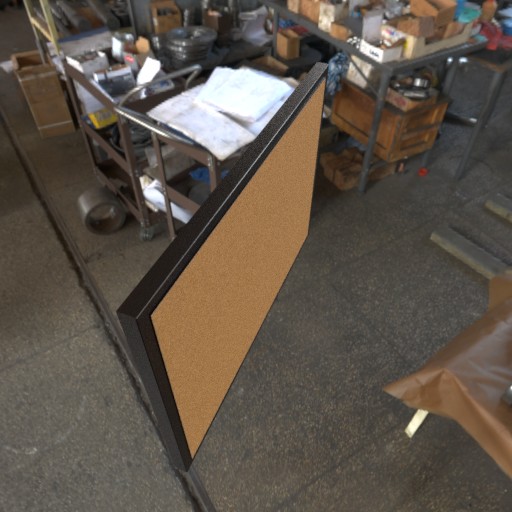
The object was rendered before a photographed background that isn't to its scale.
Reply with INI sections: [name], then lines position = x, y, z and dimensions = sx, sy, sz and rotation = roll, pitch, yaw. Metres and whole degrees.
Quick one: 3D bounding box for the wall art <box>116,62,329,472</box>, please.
[wall art]
position = 0.000, 0.000, 0.821
dimensions = 0.027, 0.458, 0.657
rotation = 17, 49, 16
